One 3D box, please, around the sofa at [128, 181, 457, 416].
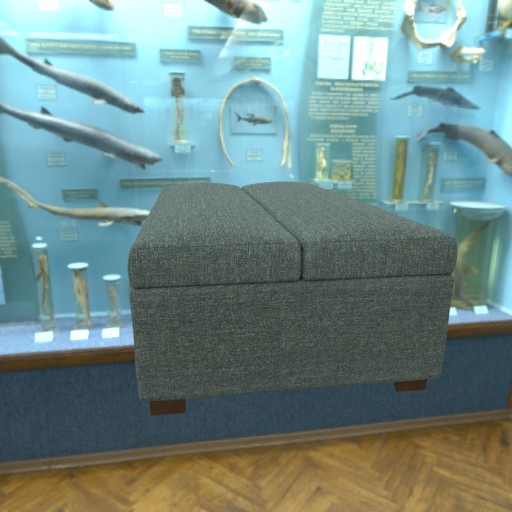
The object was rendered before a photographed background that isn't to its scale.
[{"bbox_3d":[0.000,0.000,1.564,0.782,0.417,1.198,-2,15,-8],"label":"sofa"}]
